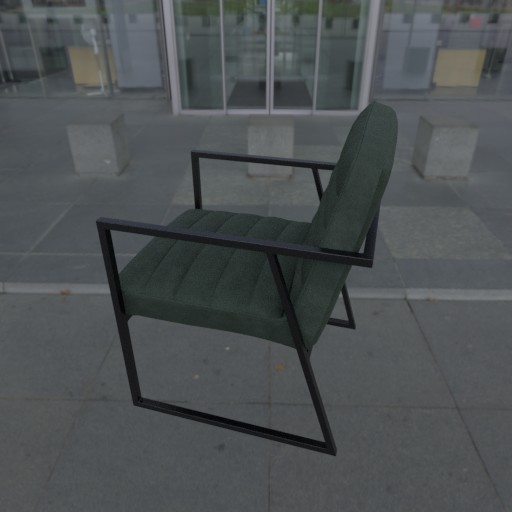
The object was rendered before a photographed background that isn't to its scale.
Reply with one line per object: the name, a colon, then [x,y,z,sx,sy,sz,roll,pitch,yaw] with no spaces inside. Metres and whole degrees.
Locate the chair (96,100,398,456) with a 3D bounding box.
chair: [0.000,0.000,1.294,0.677,0.833,0.571,9,32,14]
